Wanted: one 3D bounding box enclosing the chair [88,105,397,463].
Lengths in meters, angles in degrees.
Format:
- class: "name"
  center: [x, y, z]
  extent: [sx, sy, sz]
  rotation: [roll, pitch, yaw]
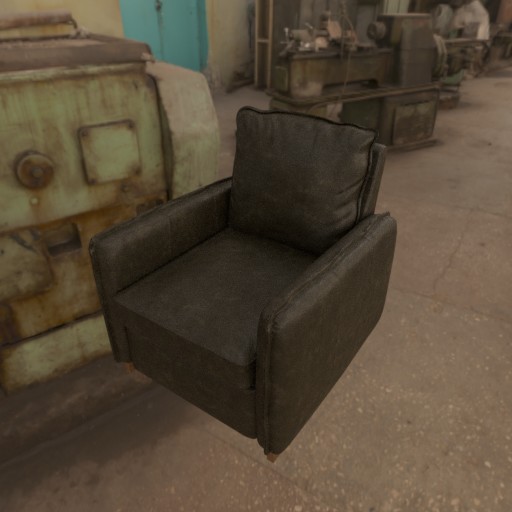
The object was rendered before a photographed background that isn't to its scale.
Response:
- class: "chair"
  center: [0.000, 0.000, 1.658]
  extent: [0.830, 0.921, 0.921]
  rotation: [20, 36, 29]
